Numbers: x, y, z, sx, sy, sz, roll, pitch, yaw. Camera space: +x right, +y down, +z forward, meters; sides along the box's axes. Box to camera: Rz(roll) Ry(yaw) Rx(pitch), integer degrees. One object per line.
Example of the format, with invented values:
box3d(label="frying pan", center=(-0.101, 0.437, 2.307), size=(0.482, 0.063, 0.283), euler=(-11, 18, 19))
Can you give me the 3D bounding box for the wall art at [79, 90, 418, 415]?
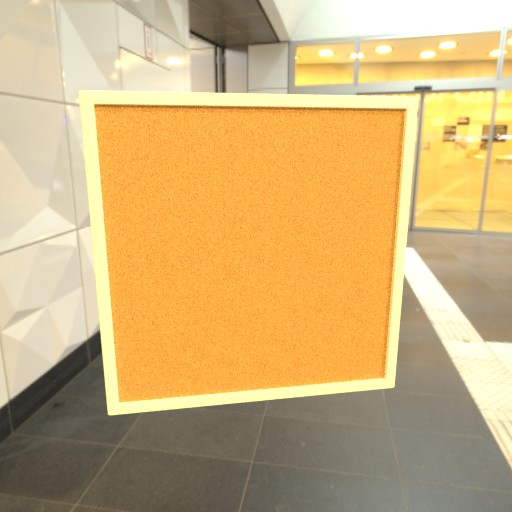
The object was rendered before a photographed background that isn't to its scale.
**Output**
box3d(label="wall art", center=(0.000, 0.000, 0.446), size=(0.305, 0.305, 0.038), euler=(-2, 14, -10))
